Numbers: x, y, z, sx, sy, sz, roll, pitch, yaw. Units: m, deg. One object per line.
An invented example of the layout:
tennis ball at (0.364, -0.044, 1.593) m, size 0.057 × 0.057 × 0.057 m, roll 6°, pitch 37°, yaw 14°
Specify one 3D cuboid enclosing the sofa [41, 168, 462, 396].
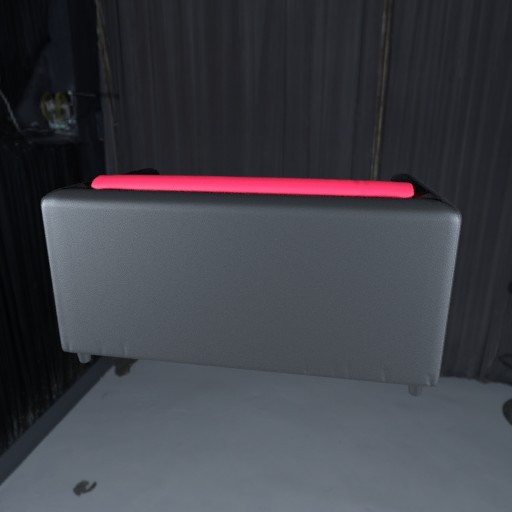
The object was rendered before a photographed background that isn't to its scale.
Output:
sofa at (0.000, 0.000, 1.919) m, size 1.410 × 0.735 × 0.845 m, roll 3°, pitch 18°, yaw 10°
